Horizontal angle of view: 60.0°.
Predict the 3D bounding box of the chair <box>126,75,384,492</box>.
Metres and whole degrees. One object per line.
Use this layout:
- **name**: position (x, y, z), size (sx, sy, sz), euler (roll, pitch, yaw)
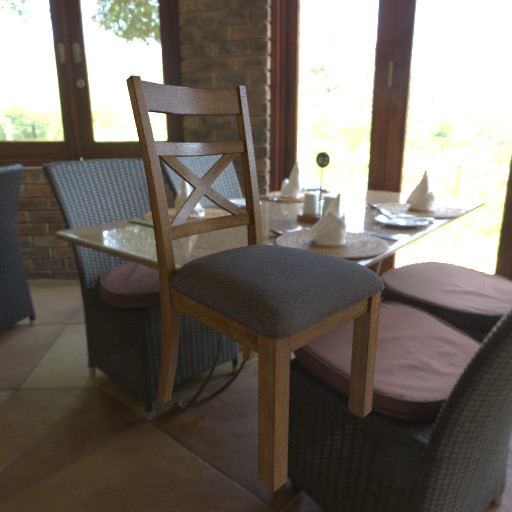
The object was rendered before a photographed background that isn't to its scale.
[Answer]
- **chair**: position (0.000, 0.000, 1.238), size (0.581, 0.949, 0.470), euler (15, 21, 42)
